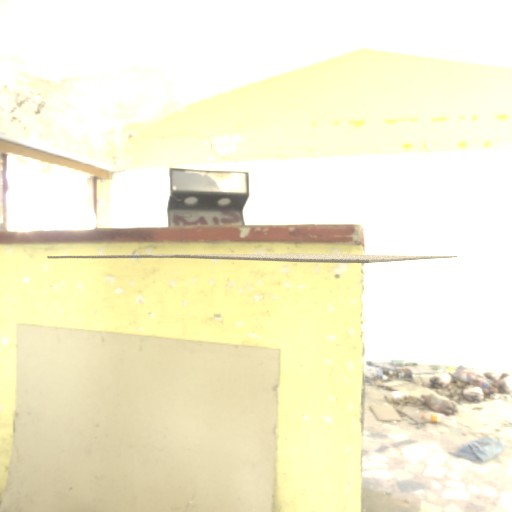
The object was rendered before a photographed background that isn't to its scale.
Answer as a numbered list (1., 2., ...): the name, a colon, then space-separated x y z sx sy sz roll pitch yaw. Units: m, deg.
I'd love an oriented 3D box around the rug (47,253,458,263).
1. rug: 0.000 0.000 4.312 3.202 0.045 2.434 0 1 35
